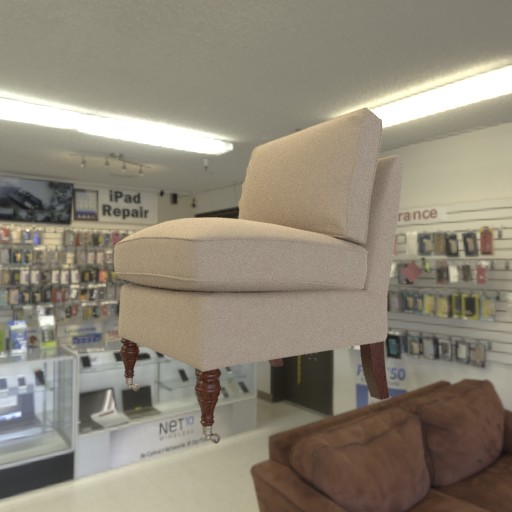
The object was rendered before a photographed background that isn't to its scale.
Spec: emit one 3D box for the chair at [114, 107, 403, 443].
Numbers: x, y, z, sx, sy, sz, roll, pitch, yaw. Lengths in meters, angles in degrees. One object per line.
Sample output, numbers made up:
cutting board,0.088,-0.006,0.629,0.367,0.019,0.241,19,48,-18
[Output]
chair,0.000,0.000,1.699,0.912,1.052,0.724,0,-1,-36
